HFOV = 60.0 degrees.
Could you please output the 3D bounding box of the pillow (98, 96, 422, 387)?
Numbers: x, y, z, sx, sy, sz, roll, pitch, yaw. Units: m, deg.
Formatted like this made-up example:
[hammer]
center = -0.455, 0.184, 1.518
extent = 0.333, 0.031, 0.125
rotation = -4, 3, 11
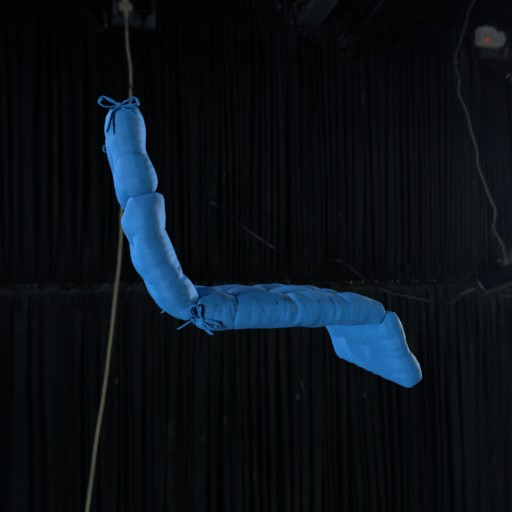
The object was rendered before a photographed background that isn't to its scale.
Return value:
[pillow]
center = 0.000, 0.000, 1.534
extent = 1.016, 0.863, 0.526
rotation = 0, 0, -17
